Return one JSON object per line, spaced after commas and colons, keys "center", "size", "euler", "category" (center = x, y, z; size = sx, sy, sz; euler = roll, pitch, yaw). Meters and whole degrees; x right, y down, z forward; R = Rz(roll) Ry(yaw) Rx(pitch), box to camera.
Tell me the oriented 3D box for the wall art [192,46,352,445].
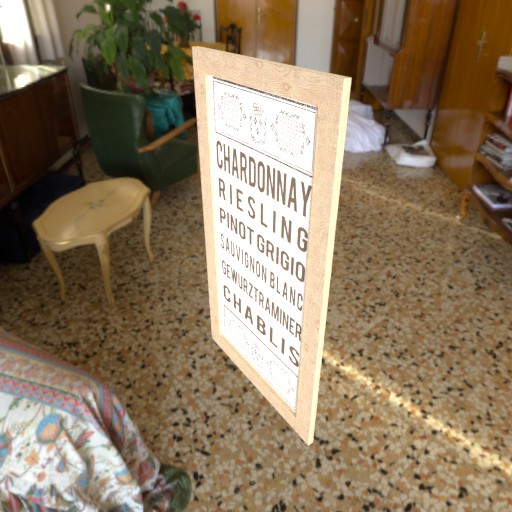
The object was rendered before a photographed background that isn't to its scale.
{"center": [0.000, 0.000, 0.834], "size": [0.013, 0.683, 0.381], "euler": [-20, 37, -29], "category": "wall art"}
